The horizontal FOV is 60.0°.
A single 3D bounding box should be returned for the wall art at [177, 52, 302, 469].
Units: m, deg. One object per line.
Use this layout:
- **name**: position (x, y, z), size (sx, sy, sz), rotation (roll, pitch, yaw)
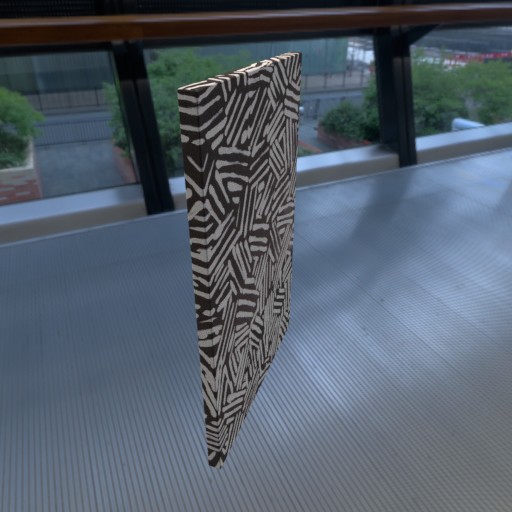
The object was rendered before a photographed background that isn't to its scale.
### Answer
- **wall art**: position (0.000, 0.000, 1.154), size (0.035, 0.918, 0.615), rotation (10, 31, 17)
